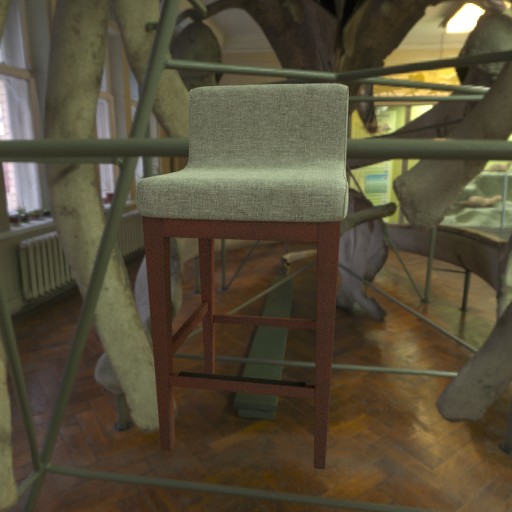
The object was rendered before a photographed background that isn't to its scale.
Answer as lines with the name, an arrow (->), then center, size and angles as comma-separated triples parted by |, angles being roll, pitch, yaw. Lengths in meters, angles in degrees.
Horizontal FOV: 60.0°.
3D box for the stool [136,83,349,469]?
stool -> 0.000, 0.000, 1.082 | 0.417, 0.835, 0.459 | 2, 14, 10
